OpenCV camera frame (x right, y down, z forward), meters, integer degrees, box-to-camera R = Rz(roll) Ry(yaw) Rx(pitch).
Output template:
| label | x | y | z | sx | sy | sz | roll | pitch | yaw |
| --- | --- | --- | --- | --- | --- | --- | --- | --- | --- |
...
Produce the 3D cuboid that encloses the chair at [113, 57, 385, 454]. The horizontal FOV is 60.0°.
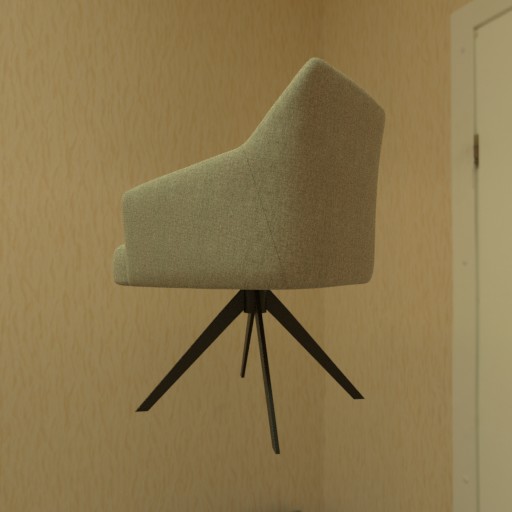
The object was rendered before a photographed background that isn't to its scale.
| label | x | y | z | sx | sy | sz | roll | pitch | yaw |
| --- | --- | --- | --- | --- | --- | --- | --- | --- | --- |
| chair | 0.000 | 0.000 | 1.309 | 0.677 | 0.874 | 0.642 | -1 | -1 | 36 |
